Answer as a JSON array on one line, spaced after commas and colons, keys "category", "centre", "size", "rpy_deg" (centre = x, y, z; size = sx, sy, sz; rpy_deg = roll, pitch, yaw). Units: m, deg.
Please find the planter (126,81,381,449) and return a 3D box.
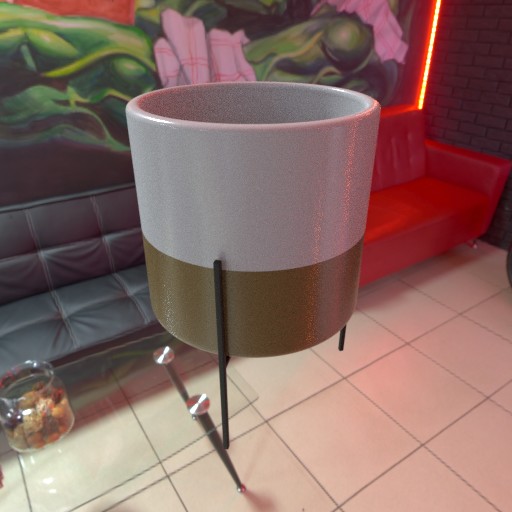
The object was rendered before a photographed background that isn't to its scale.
[{"category": "planter", "centre": [0.000, 0.000, 0.637], "size": [0.310, 0.432, 0.310], "rpy_deg": [-1, 29, -1]}]
